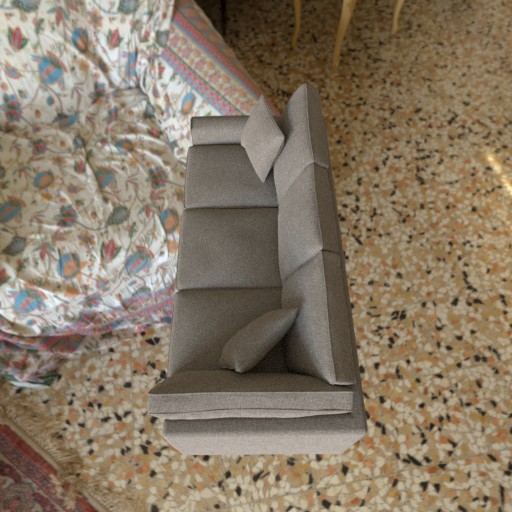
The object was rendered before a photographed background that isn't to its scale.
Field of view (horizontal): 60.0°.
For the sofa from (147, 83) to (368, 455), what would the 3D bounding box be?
[{"bbox_3d":[0.000,0.000,2.918,1.061,0.962,2.317,-1,59,-1],"label":"sofa"}]
